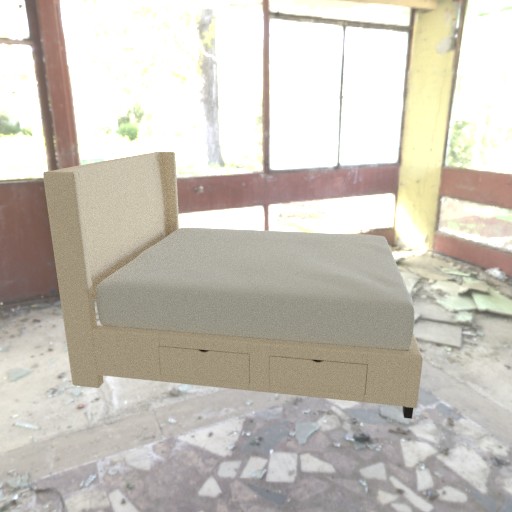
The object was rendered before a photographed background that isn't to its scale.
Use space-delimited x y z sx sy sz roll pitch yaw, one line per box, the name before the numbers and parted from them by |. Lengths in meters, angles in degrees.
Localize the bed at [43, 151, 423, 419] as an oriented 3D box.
bed | 0.000 0.000 3.495 2.280 1.471 1.765 3 17 9
